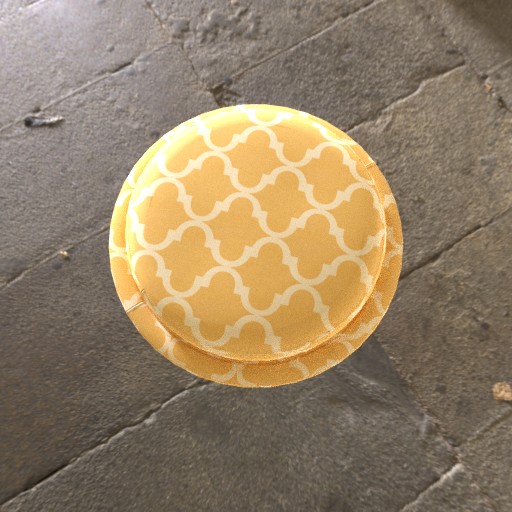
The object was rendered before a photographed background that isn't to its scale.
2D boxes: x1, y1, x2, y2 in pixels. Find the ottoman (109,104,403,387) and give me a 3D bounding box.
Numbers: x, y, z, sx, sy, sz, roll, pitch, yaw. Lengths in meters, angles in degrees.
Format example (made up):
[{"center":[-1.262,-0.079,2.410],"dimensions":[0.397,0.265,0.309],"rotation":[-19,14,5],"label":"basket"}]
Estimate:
[{"center":[0.000,0.000,0.849],"dimensions":[0.480,0.429,0.480],"rotation":[0,76,0],"label":"ottoman"}]
